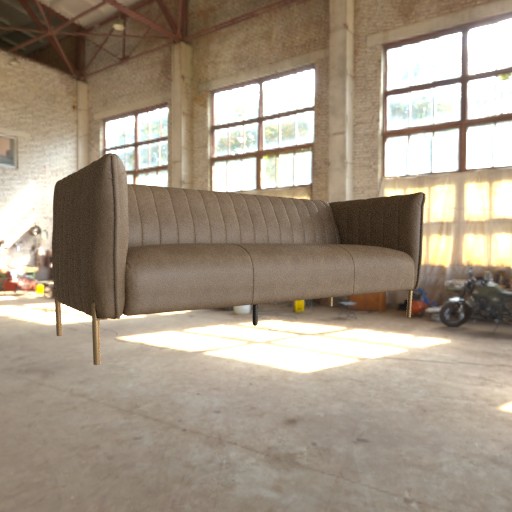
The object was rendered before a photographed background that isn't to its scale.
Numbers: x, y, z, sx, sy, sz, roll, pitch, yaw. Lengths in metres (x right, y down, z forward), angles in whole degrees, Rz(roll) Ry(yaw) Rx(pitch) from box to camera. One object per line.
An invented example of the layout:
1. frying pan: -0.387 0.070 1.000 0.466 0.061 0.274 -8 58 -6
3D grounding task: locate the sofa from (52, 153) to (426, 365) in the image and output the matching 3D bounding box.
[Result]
1. sofa: 0.000 0.000 2.455 1.980 0.779 0.876 -1 1 -36
